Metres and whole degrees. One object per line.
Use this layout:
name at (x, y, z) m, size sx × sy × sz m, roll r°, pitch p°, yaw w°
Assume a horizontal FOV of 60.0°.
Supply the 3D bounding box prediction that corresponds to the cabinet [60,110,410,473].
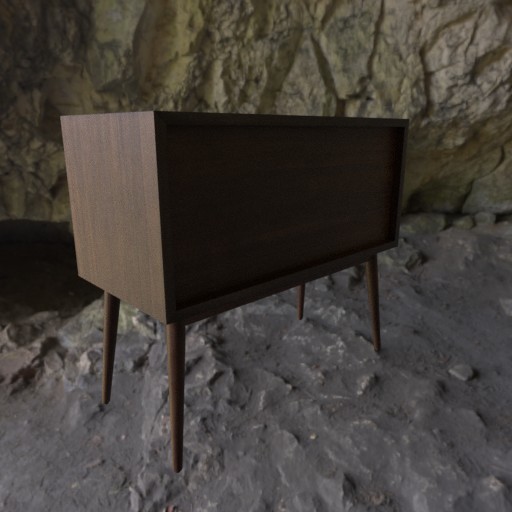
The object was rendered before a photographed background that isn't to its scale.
cabinet at (0.000, 0.000, 1.097) m, size 0.743 × 0.654 × 0.354 m, roll -15°, pitch 21°, yaw -41°
